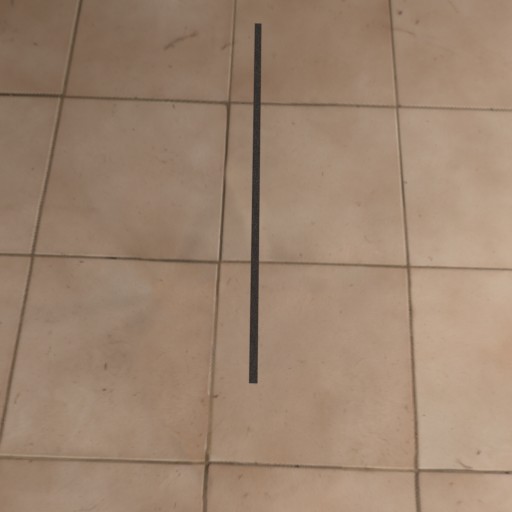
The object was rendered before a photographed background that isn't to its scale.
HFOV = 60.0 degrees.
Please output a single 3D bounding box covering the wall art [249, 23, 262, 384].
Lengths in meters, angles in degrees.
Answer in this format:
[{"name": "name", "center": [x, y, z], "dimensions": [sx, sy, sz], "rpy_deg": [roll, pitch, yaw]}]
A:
[{"name": "wall art", "center": [0.000, 0.000, 1.461], "dimensions": [0.016, 1.116, 0.810], "rpy_deg": [1, 74, 0]}]
